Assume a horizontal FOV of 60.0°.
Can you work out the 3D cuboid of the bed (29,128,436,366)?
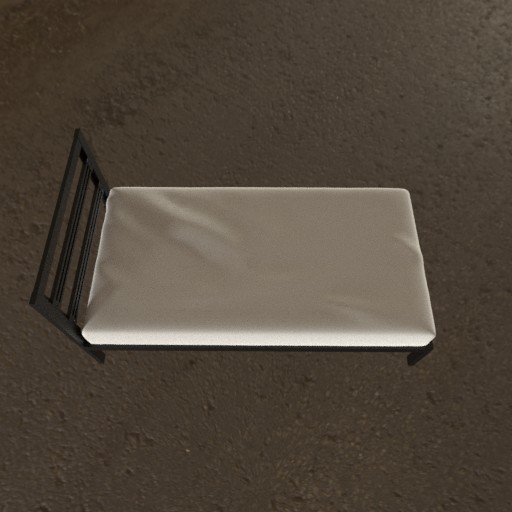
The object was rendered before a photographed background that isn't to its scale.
[{"bbox_3d":[0.000,0.000,2.520,1.930,0.967,0.991,0,62,0],"label":"bed"}]
